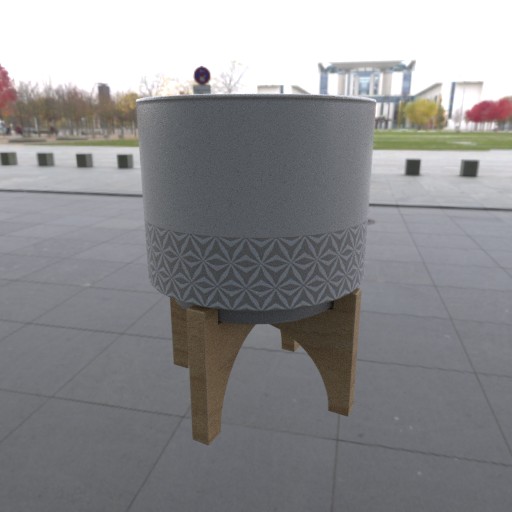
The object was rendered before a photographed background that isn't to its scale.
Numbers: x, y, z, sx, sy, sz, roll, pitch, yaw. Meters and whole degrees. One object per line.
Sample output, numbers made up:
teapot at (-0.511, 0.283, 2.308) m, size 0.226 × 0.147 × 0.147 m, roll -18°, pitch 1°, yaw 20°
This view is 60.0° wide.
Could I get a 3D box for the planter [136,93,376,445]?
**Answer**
planter at (0.000, 0.000, 0.521) m, size 0.249 × 0.343 × 0.249 m, roll 0°, pitch 16°, yaw 0°
